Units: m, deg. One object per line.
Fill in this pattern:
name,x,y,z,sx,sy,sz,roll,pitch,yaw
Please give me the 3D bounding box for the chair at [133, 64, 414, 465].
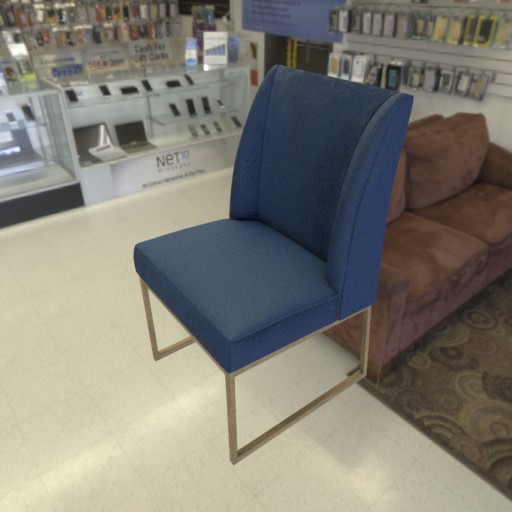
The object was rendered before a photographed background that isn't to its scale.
chair,0.000,0.000,1.204,0.522,0.863,0.508,-22,39,-30
